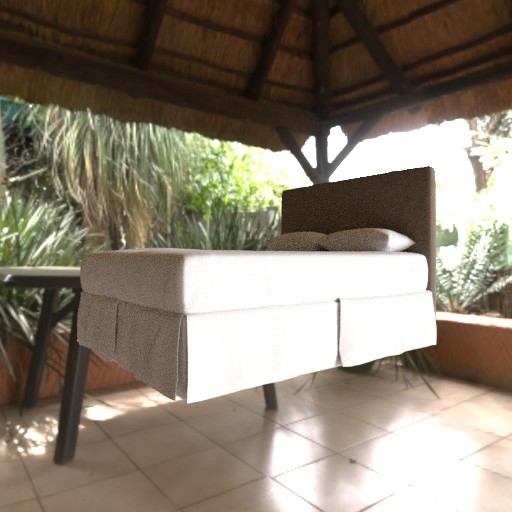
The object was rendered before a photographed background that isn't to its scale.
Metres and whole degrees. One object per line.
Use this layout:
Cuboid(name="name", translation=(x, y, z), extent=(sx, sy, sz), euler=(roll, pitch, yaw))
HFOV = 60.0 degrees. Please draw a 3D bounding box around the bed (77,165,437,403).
Cuboid(name="bed", translation=(0.000, 0.000, 3.228), extent=(2.142, 1.330, 1.723), euler=(0, 0, -37))
